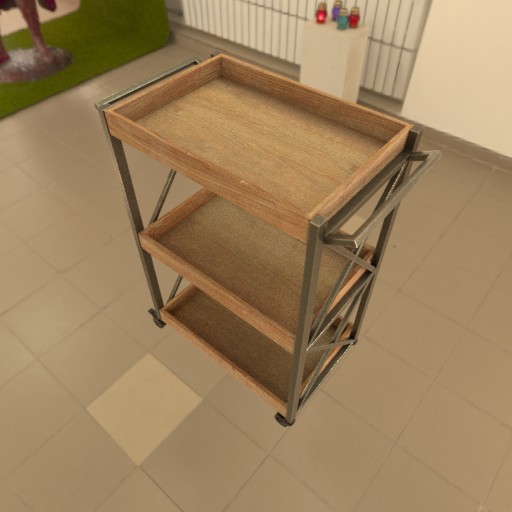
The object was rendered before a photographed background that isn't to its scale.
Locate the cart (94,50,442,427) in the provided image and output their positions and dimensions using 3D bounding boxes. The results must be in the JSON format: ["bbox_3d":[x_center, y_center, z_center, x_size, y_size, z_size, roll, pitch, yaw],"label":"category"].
[{"bbox_3d":[0.000,0.000,1.208,0.673,0.835,0.377,31,55,25],"label":"cart"}]
